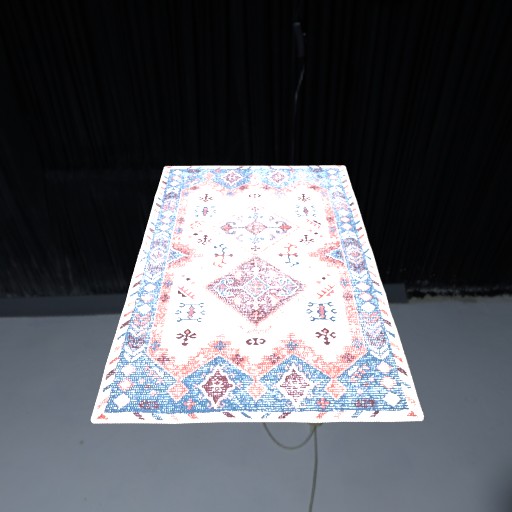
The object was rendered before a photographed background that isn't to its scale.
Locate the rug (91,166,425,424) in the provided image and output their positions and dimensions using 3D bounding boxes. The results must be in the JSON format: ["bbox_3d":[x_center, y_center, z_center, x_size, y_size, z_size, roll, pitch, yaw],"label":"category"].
[{"bbox_3d":[0.000,0.000,2.301,1.225,0.015,1.840,0,41,0],"label":"rug"}]
